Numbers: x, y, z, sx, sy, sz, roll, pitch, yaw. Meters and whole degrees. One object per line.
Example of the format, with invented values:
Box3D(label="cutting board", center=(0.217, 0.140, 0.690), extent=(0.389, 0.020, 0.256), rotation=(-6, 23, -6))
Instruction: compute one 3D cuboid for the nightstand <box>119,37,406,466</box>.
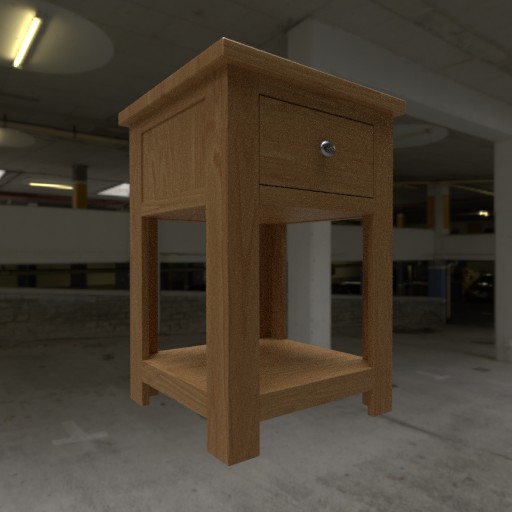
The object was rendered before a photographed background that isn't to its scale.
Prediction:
Box3D(label="nightstand", center=(0.000, 0.000, 0.914), extent=(0.428, 0.614, 0.418), rotation=(0, 0, -37))
